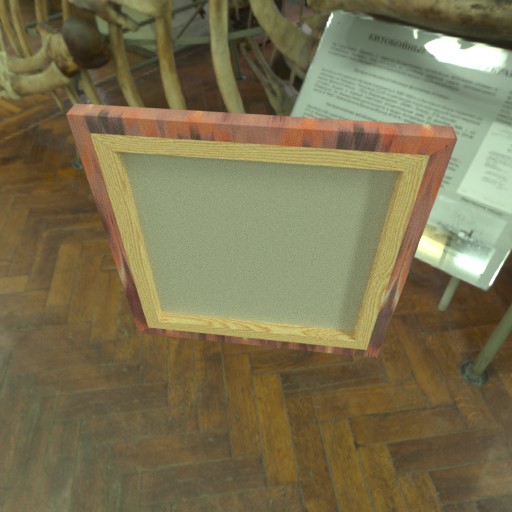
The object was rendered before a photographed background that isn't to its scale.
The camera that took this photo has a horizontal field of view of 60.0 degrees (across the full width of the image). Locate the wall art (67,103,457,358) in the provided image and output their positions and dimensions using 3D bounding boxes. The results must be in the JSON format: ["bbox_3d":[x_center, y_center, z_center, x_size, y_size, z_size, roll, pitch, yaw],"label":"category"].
[{"bbox_3d":[0.000,0.000,0.908,0.603,0.609,0.037,5,46,5],"label":"wall art"}]
